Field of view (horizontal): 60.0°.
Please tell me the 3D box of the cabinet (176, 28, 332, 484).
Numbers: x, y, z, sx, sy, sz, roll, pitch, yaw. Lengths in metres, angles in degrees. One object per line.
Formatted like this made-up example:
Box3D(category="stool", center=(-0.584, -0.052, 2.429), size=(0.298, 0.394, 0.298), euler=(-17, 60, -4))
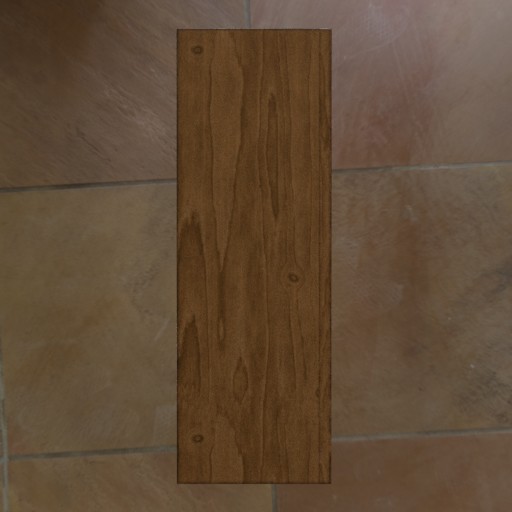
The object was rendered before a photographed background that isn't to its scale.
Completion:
Box3D(category="cabinet", center=(0.000, 0.000, 1.727), size=(0.477, 0.802, 1.363), euler=(0, 90, 0))
